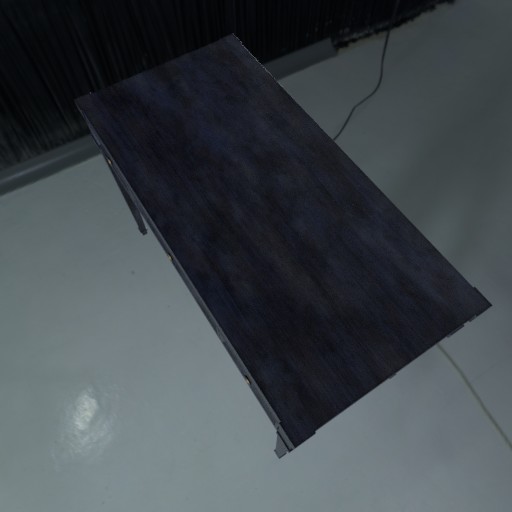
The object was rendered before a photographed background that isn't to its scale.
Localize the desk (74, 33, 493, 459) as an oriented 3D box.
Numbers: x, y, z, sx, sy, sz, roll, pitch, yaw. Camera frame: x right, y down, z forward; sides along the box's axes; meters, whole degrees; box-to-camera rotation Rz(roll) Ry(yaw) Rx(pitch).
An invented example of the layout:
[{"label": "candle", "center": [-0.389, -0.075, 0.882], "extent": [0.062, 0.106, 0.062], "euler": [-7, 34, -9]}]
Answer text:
[{"label": "desk", "center": [0.000, 0.000, 1.702], "extent": [0.630, 0.861, 1.289], "euler": [-30, 66, -15]}]
